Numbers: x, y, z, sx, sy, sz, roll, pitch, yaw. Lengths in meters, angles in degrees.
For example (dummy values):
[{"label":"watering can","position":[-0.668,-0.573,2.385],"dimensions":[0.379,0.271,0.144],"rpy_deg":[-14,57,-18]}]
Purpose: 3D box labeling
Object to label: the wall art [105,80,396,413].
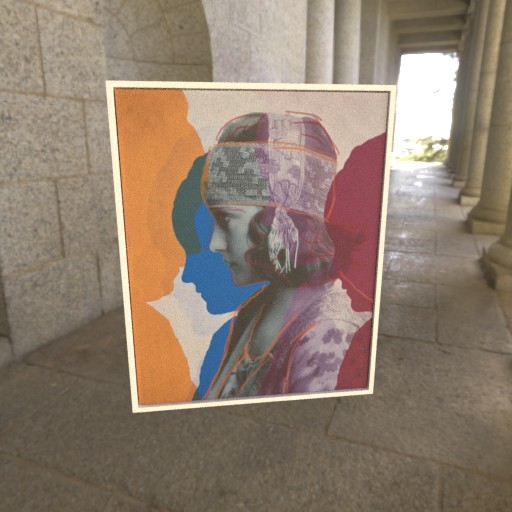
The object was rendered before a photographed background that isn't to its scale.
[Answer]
[{"label":"wall art","position":[0.000,0.000,0.754],"dimensions":[0.443,0.549,0.030],"rpy_deg":[-2,15,-8]}]
